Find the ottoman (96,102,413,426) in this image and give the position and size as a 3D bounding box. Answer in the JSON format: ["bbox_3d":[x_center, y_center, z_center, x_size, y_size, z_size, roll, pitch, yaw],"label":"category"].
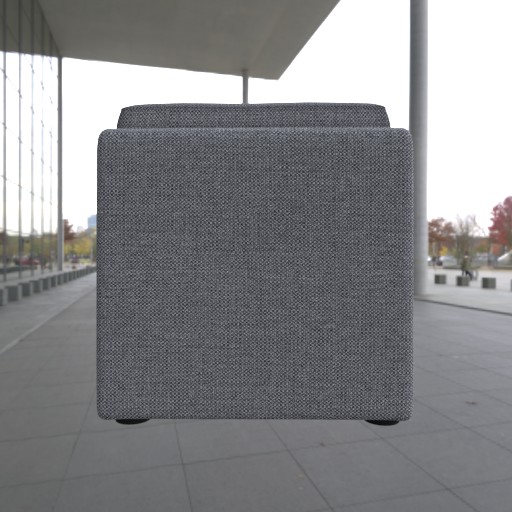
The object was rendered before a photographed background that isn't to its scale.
[{"bbox_3d":[0.000,0.000,0.841,0.454,0.487,0.436,0,0,1],"label":"ottoman"}]
